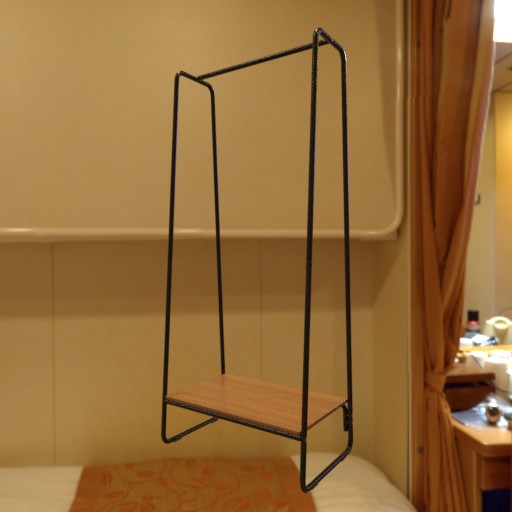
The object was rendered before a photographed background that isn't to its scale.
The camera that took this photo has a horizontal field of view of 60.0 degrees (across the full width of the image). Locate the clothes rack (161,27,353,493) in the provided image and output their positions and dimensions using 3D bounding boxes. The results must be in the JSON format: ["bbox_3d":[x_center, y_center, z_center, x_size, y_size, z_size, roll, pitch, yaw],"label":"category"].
[{"bbox_3d":[0.000,0.000,1.706,0.640,1.500,0.400,1,1,35],"label":"clothes rack"}]
